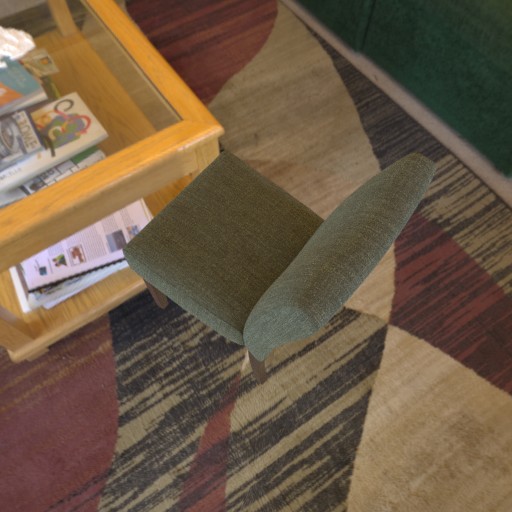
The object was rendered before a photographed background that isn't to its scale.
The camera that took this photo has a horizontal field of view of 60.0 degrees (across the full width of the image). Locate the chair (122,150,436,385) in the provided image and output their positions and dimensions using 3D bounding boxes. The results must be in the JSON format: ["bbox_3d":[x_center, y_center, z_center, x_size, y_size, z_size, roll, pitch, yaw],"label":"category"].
[{"bbox_3d":[0.000,0.000,1.280,0.629,0.884,0.487,35,68,16],"label":"chair"}]
